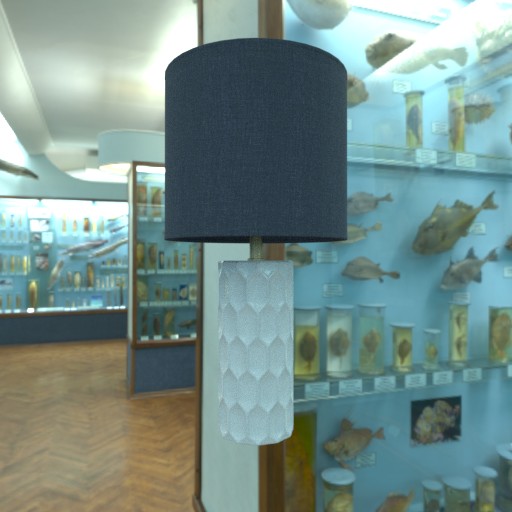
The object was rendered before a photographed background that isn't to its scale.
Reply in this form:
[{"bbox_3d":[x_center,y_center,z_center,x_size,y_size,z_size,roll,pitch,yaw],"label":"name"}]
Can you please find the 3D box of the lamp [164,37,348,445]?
[{"bbox_3d":[0.000,0.000,0.682,0.277,0.537,0.277,0,0,-18],"label":"lamp"}]
